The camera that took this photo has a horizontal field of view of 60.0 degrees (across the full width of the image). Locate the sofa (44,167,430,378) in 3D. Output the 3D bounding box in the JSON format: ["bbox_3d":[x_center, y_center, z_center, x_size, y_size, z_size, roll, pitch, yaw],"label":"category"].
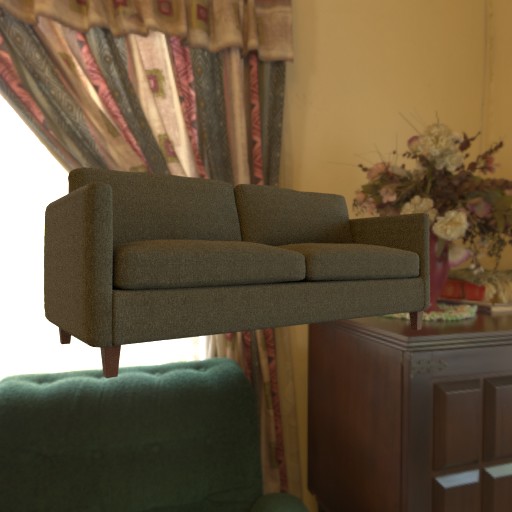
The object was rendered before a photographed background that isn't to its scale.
[{"bbox_3d":[0.000,0.000,2.672,2.208,0.965,0.948,0,0,-35],"label":"sofa"}]
